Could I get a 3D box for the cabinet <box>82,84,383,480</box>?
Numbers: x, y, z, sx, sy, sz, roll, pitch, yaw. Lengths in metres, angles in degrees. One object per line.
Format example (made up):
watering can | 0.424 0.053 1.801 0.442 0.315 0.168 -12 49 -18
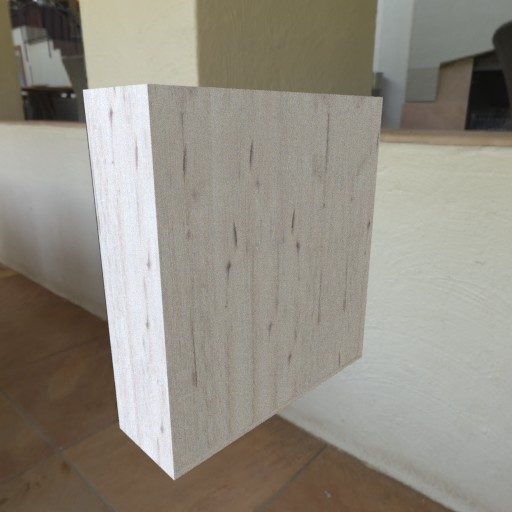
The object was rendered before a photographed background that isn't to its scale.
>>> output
cabinet | 0.000 0.000 3.175 2.000 2.180 0.660 -16 24 -42
